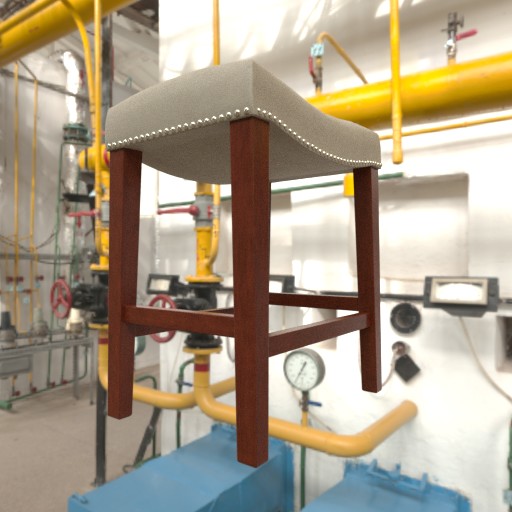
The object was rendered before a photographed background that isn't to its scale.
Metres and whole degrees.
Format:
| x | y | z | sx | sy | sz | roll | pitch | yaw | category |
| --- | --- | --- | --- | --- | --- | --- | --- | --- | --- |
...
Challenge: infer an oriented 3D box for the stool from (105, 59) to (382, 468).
| x | y | z | sx | sy | sz | roll | pitch | yaw | category |
| --- | --- | --- | --- | --- | --- | --- | --- | --- | --- |
| 0.000 | 0.000 | 0.956 | 0.375 | 0.632 | 0.509 | 0 | -1 | 37 | stool |
